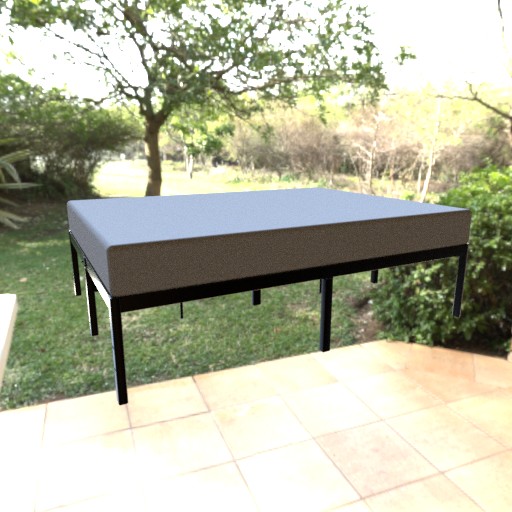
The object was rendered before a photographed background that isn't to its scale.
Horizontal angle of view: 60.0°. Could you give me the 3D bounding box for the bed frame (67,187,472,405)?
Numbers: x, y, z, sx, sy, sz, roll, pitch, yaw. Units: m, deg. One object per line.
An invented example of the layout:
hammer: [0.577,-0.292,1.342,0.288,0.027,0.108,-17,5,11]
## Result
bed frame: [0.000,0.000,2.834,2.072,0.659,1.557,-7,16,-27]
